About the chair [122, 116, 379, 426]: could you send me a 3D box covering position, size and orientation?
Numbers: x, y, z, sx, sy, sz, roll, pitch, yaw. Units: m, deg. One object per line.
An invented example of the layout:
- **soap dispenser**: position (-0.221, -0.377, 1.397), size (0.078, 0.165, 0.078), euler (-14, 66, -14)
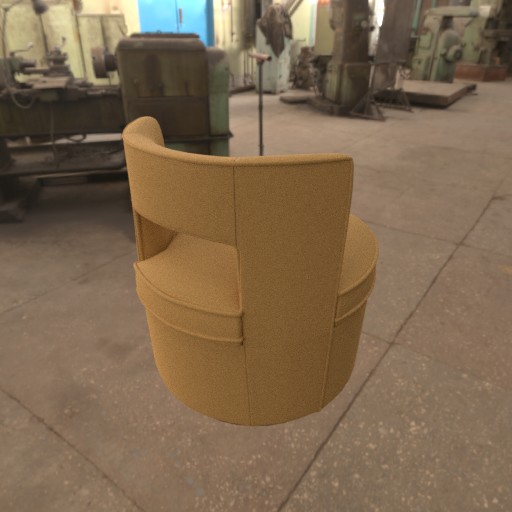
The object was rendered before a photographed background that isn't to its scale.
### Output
- **chair**: position (0.000, 0.000, 1.231), size (0.650, 0.723, 0.665), euler (21, 35, 33)
